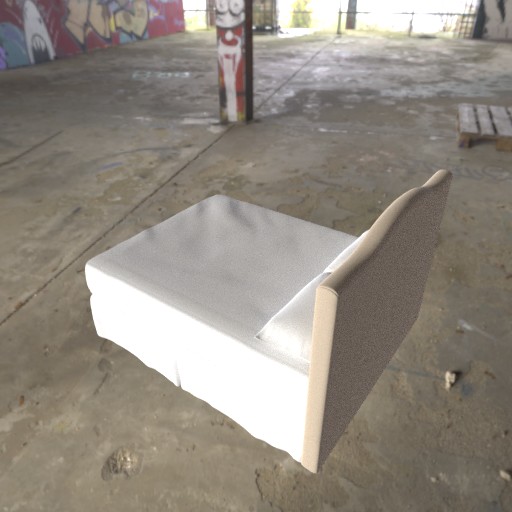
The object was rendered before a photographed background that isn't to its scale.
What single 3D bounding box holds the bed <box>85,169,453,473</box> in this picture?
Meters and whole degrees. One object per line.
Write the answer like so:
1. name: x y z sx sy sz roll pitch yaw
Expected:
1. bed: 0.000 0.000 3.330 2.143 1.460 1.753 21 37 30
